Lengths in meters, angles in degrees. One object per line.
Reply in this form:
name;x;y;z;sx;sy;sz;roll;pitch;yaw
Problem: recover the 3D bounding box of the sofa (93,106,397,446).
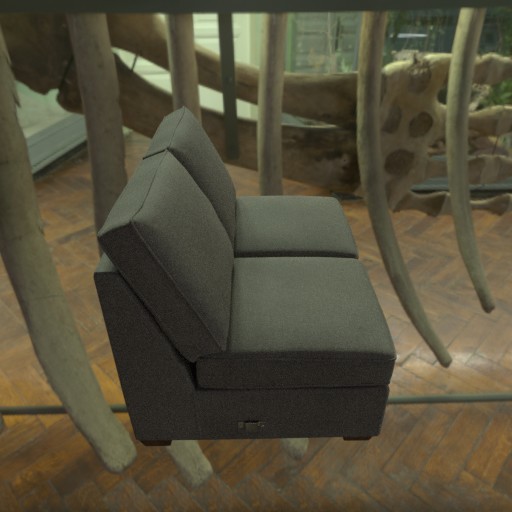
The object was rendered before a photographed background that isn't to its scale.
sofa;0.000;0.000;1.953;0.951;1.008;1.237;0;33;-1
